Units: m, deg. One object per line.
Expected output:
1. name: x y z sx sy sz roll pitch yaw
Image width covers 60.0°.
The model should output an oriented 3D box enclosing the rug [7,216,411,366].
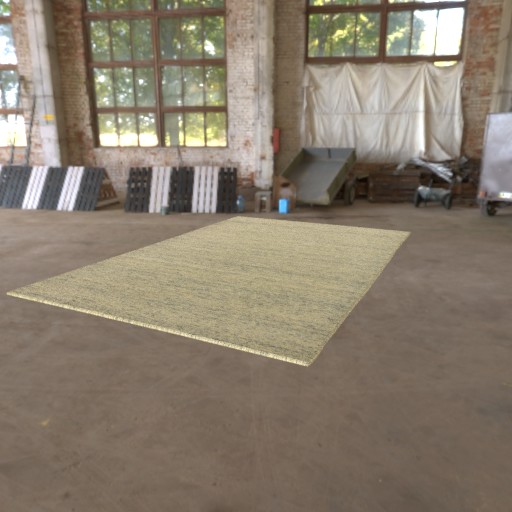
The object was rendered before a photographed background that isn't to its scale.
1. rug: 0.000 0.000 2.235 1.243 0.014 1.846 8 17 26
